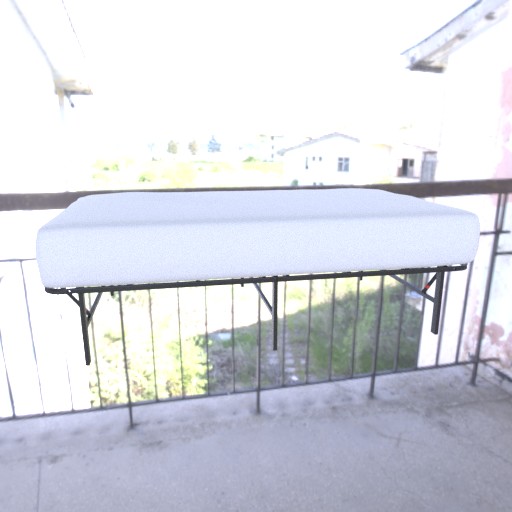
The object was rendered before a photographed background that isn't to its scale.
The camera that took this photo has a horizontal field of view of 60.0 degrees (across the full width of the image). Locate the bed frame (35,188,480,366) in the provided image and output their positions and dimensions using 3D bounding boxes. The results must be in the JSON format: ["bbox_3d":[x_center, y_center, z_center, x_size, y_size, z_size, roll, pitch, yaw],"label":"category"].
[{"bbox_3d":[0.000,0.000,2.360,1.908,0.640,1.025,-3,15,-11],"label":"bed frame"}]
